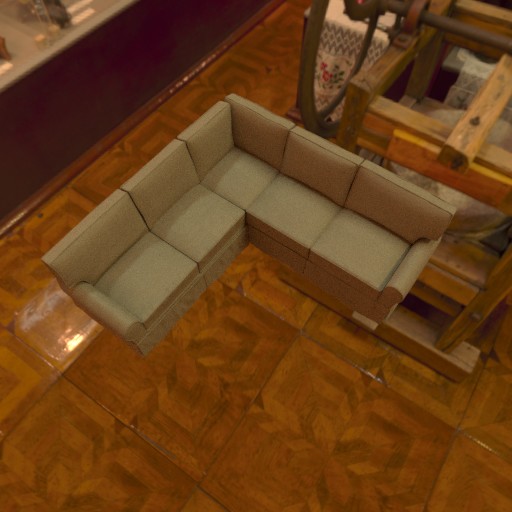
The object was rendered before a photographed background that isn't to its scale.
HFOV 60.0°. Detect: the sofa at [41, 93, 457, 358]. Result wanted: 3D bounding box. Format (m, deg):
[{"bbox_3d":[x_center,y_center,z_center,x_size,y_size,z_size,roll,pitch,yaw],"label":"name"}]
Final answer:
[{"bbox_3d":[0.000,0.000,4.122,2.623,1.081,2.618,32,64,18],"label":"sofa"}]
